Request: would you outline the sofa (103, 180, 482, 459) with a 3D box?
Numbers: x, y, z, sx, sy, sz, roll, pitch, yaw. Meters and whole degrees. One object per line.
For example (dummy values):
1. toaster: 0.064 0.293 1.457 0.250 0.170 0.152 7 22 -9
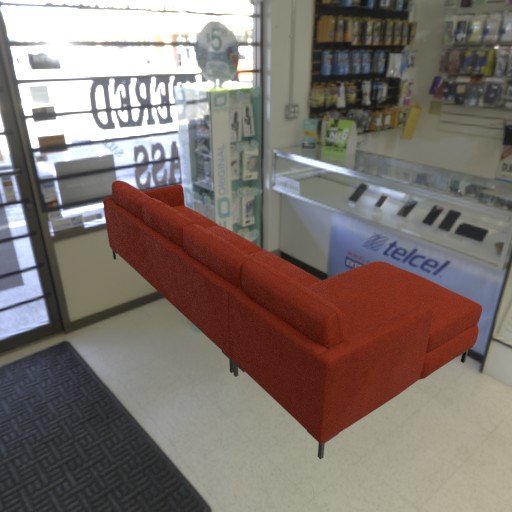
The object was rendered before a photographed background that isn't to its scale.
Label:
1. sofa: 0.000 0.000 2.868 1.136 0.663 2.467 -17 30 -32
